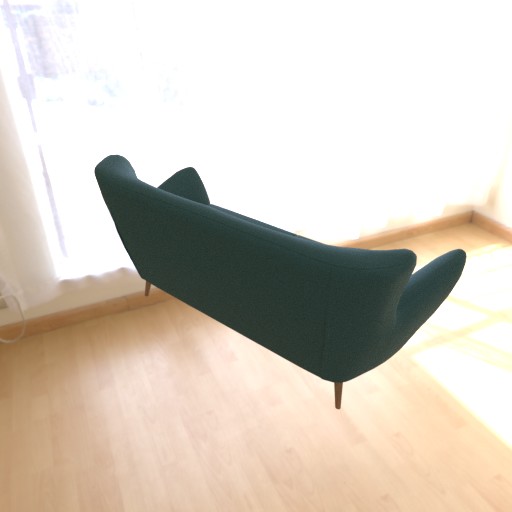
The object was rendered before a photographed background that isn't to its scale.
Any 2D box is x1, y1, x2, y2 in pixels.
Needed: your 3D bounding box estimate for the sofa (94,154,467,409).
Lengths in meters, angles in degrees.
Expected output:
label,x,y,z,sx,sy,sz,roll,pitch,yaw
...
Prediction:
label,x,y,z,sx,sy,sz,roll,pitch,yaw
sofa,0.000,0.000,2.421,1.930,0.890,0.889,23,37,33
